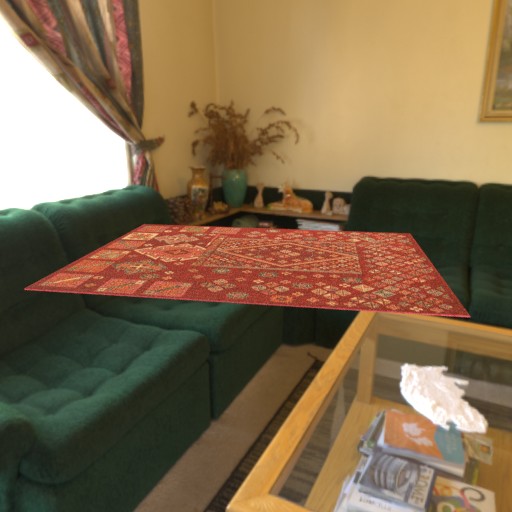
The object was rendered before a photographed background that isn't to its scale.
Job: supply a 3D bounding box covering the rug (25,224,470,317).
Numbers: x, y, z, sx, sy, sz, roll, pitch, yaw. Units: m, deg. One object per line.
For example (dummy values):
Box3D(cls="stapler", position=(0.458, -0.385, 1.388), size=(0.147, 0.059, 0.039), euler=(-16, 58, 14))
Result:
Box3D(cls="rug", position=(0.000, 0.000, 4.357), size=(3.306, 0.011, 2.389), euler=(3, 17, 9))
